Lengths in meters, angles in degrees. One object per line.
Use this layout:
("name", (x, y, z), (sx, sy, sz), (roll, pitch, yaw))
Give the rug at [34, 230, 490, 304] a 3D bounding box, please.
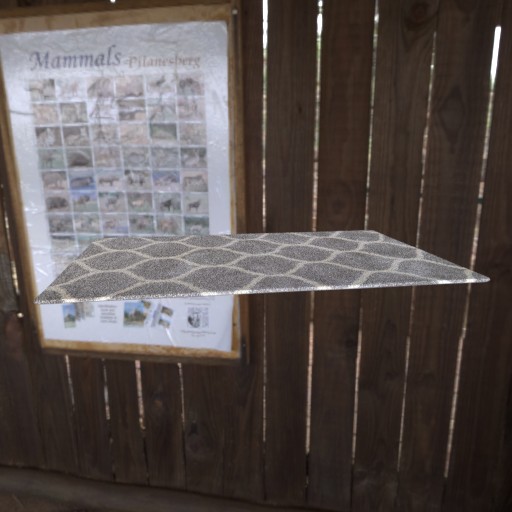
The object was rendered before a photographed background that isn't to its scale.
("rug", (0.000, 0.000, 3.428), (2.701, 0.026, 1.801), (-2, 13, -9))
